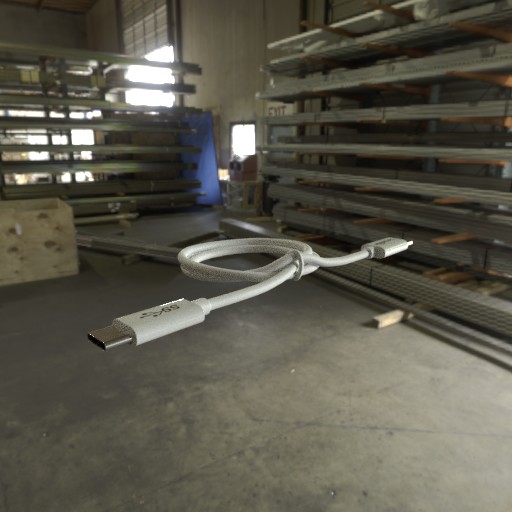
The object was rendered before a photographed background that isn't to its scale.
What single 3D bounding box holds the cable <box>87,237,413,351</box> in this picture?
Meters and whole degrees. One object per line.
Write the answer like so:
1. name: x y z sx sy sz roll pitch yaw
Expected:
1. cable: 0.000 0.000 0.208 0.070 0.014 0.186 14 20 42
